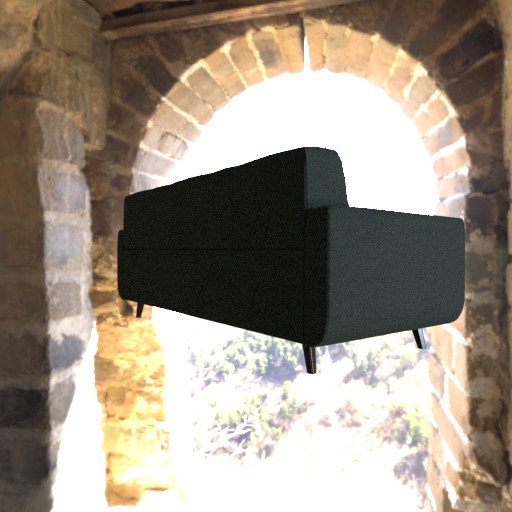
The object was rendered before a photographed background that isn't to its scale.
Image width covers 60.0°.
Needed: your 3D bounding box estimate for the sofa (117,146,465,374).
[{"bbox_3d":[0.000,0.000,2.520,0.909,0.841,2.029,0,1,-36],"label":"sofa"}]
